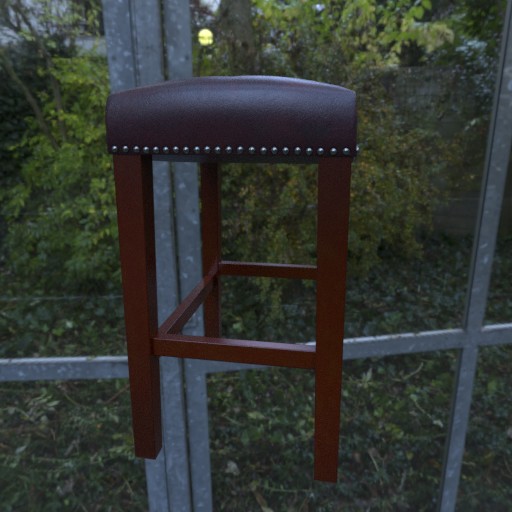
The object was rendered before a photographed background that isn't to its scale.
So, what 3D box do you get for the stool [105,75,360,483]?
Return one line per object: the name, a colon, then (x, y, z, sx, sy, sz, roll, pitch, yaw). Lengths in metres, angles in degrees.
stool: (0.000, 0.000, 0.925, 0.372, 0.657, 0.504, 3, 16, 10)
